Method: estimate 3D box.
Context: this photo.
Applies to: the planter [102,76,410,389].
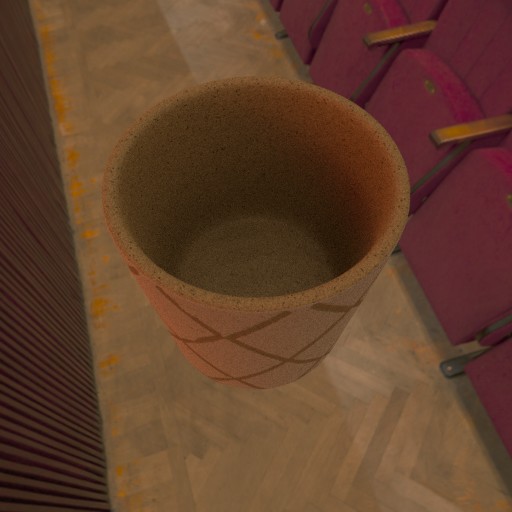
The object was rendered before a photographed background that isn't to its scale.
[{"bbox_3d":[0.000,0.000,0.361,0.191,0.199,0.191,0,58,0],"label":"planter"}]
